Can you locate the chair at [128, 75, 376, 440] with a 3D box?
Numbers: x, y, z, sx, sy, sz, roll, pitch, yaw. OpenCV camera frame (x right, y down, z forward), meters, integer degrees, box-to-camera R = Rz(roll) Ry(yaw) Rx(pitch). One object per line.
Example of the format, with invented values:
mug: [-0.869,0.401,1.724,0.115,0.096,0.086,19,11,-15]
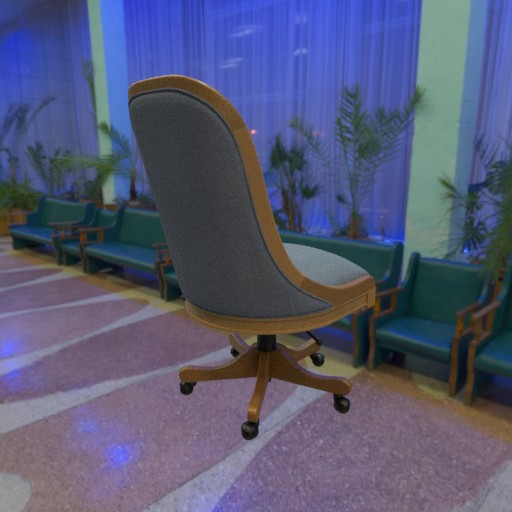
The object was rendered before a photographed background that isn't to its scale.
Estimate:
chair: [0.000,0.000,1.467,0.735,1.031,0.605,-13,18,-43]
